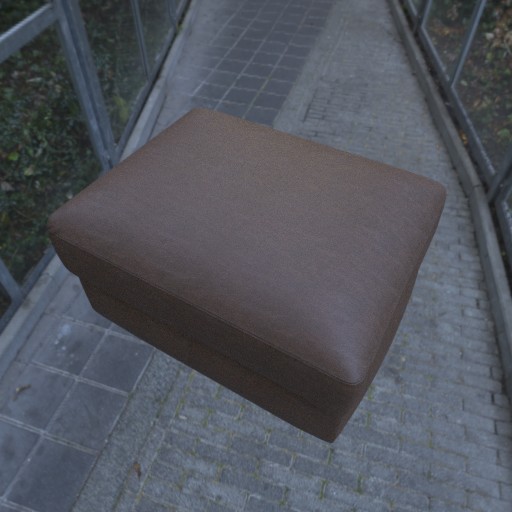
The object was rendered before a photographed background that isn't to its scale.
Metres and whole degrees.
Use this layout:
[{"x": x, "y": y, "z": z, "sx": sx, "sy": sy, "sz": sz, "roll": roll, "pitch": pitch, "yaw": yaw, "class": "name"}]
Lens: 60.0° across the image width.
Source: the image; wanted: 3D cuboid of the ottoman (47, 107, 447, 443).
[{"x": 0.000, "y": 0.000, "z": 1.165, "sx": 0.787, "sy": 0.508, "sz": 0.635, "roll": 23, "pitch": 51, "yaw": 20, "class": "ottoman"}]
